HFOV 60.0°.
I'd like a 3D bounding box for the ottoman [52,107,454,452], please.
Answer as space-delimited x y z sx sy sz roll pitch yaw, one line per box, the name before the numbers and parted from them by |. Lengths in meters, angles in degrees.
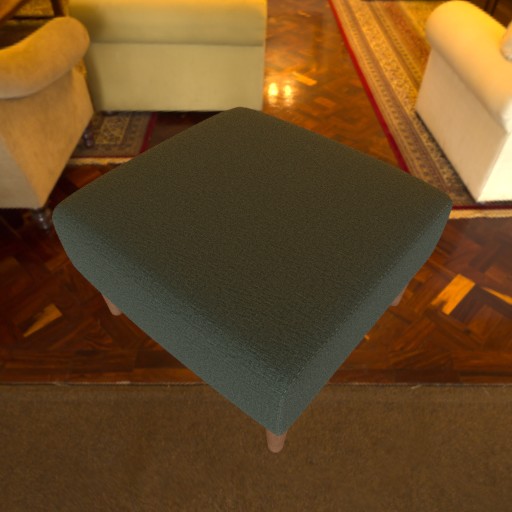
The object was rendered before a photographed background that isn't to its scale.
ottoman | 0.000 0.000 1.074 0.650 0.398 0.649 32 54 27
